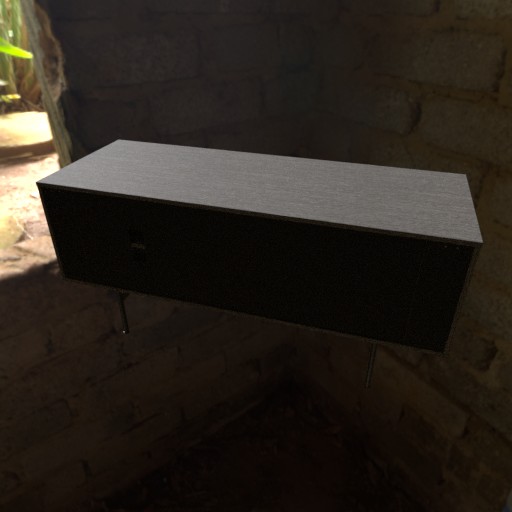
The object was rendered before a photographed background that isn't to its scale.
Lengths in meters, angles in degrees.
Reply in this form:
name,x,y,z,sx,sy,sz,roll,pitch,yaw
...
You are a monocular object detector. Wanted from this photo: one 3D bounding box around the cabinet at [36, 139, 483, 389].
name,x,y,z,sx,sy,sz,roll,pitch,yaw
cabinet,0.000,0.000,1.589,1.300,0.599,0.500,9,32,15
